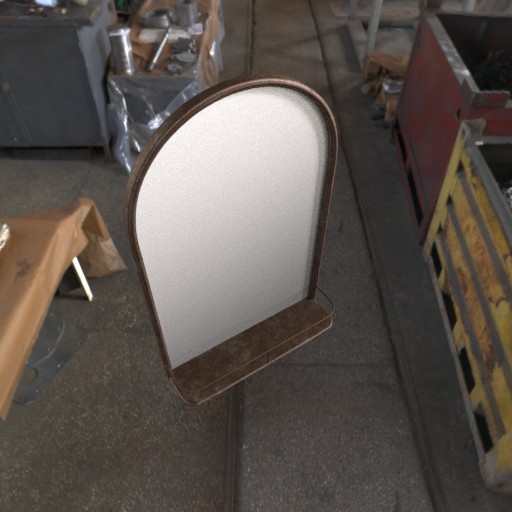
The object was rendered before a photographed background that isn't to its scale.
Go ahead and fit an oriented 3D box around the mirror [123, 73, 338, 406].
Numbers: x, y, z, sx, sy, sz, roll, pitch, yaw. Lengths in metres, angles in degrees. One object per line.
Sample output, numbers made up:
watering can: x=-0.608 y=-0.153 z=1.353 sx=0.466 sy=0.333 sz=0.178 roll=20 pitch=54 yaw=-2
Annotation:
mirror: x=0.000 y=0.000 z=1.003 sx=0.510 sy=0.770 sz=0.137 roll=-25 pitch=51 yaw=-22
